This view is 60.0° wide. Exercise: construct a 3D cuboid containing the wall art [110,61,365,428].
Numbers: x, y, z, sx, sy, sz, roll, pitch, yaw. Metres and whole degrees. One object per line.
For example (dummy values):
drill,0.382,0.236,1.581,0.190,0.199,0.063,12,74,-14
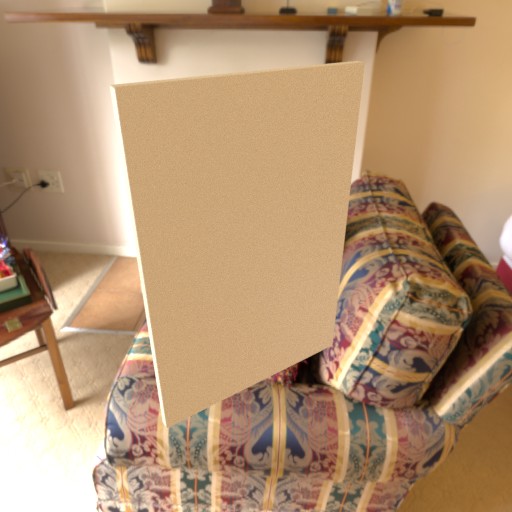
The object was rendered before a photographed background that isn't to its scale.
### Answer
wall art,0.000,0.000,1.526,0.808,1.183,0.038,-19,35,-29
